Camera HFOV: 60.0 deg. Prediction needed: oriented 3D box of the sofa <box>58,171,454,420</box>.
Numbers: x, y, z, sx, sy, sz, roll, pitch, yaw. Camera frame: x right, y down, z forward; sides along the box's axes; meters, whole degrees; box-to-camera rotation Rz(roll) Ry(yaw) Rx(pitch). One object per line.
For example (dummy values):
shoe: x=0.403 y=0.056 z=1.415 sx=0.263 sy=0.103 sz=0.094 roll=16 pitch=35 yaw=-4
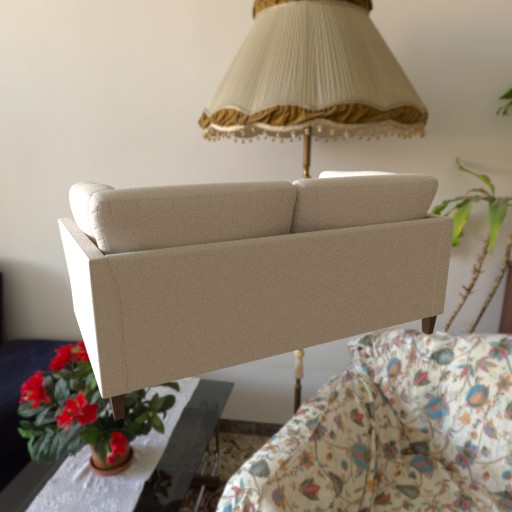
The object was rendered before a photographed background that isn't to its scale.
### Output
sofa: x=0.000 y=0.000 z=2.283 sx=1.776 sy=0.836 sz=0.970 roll=-8 pitch=17 yaw=-26
